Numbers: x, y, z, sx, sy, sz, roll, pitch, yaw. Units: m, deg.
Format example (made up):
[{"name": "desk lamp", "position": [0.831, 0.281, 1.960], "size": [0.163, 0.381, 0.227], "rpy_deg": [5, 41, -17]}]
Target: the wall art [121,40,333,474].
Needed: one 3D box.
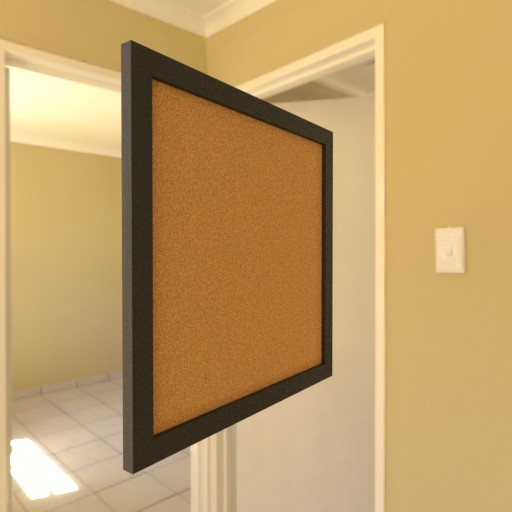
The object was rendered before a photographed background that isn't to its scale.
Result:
[{"name": "wall art", "position": [0.000, 0.000, 1.453], "size": [0.038, 1.016, 1.016], "rpy_deg": [1, 1, 37]}]
